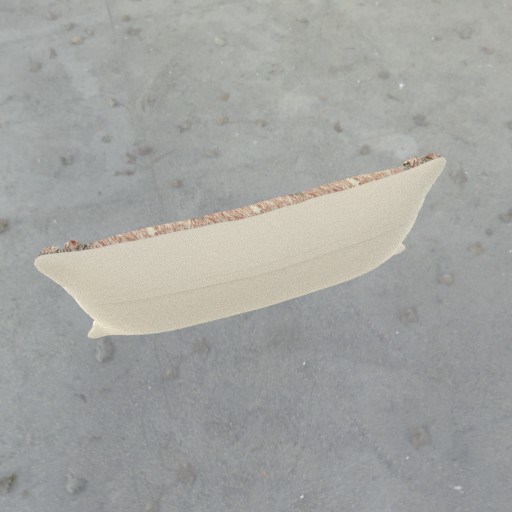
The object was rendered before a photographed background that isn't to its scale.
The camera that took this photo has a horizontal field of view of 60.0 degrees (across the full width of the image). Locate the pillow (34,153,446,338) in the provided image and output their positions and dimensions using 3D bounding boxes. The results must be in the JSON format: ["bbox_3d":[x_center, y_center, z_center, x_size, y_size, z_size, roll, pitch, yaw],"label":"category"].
[{"bbox_3d":[0.000,0.000,0.740,0.635,0.282,0.139,-15,60,-9],"label":"pillow"}]
